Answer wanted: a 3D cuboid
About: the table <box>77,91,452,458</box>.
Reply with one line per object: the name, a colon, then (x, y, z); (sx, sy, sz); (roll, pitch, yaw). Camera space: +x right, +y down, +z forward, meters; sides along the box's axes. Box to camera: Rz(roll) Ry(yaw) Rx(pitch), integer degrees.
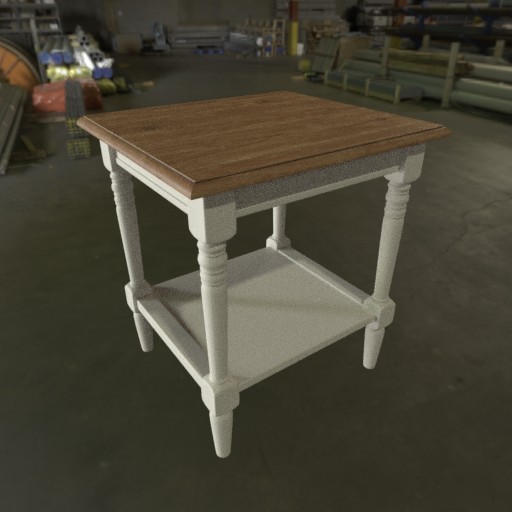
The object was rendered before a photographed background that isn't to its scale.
table: (0.000, 0.000, 0.935); (0.508, 0.561, 0.457); (-19, 35, -30)
